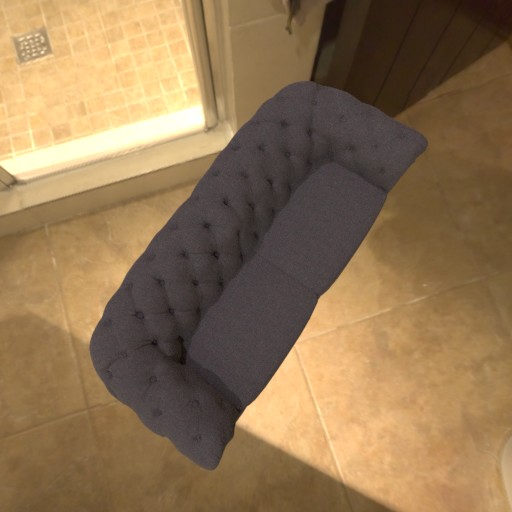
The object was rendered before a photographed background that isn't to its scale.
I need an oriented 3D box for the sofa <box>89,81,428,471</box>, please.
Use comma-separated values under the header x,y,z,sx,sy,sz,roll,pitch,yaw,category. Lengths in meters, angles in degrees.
x,y,z,sx,sy,sz,roll,pitch,yaw,category
0.000,0.000,2.894,1.046,0.836,2.335,34,78,8,sofa
